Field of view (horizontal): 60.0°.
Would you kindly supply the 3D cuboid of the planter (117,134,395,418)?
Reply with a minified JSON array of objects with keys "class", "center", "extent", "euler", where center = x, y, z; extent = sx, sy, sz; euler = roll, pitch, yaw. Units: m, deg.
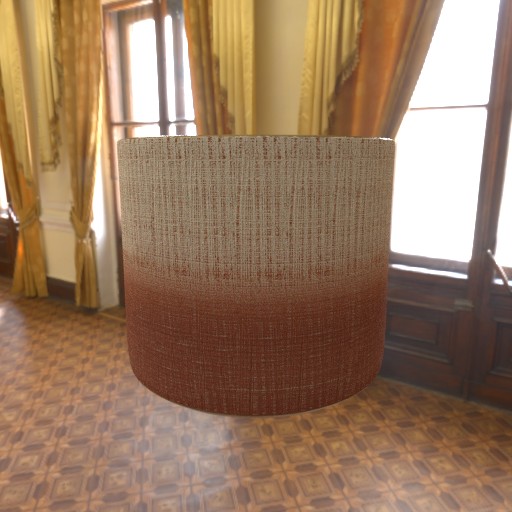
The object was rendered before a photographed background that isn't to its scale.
[{"class":"planter","center":[0.000,0.000,0.438],"extent":[0.254,0.221,0.254],"euler":[0,13,0]}]
